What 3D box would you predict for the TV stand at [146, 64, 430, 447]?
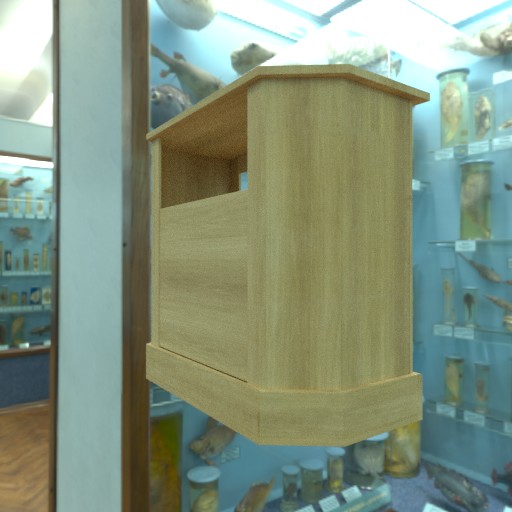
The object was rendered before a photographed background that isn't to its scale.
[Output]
[{"bbox_3d":[0.000,0.000,1.289,0.425,0.781,0.851,0,0,-35],"label":"TV stand"}]
